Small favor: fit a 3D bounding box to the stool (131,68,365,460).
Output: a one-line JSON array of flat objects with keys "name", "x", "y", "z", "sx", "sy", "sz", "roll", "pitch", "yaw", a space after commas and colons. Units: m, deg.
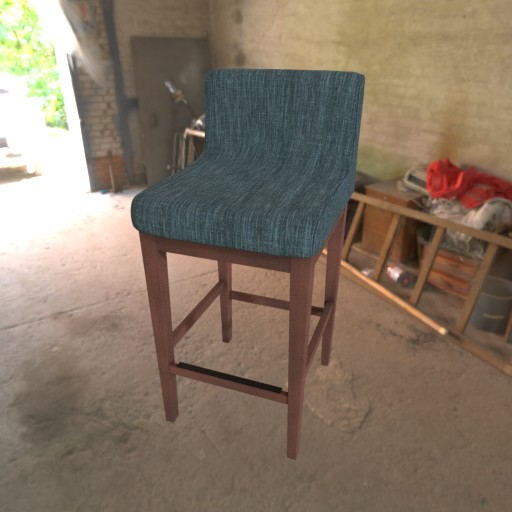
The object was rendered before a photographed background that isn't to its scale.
[{"name": "stool", "x": 0.000, "y": 0.000, "z": 1.097, "sx": 0.395, "sy": 0.835, "sz": 0.459, "roll": 9, "pitch": 27, "yaw": 18}]
